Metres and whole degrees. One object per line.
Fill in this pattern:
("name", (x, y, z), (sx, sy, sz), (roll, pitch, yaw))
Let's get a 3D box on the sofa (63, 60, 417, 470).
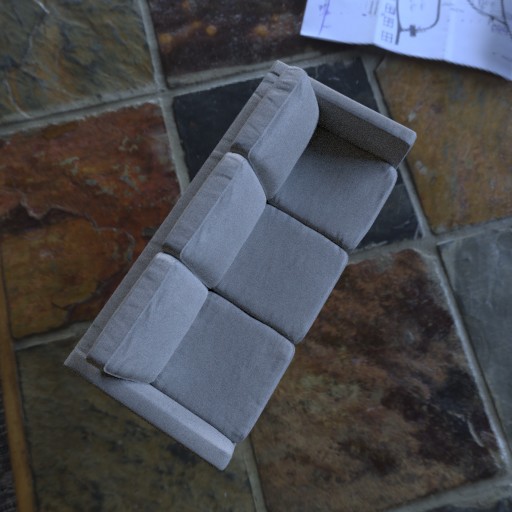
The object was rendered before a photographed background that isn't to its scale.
("sofa", (0.000, 0.000, 2.486), (0.944, 0.918, 1.983), (31, 78, 7))
